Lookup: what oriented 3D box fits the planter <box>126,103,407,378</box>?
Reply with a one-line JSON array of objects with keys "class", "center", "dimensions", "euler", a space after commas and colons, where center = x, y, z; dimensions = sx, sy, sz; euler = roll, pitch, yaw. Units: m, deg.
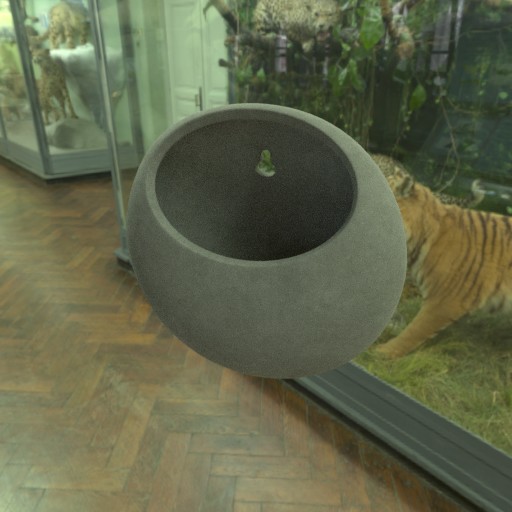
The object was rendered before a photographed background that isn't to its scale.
[{"class": "planter", "center": [0.000, 0.000, 0.286], "dimensions": [0.185, 0.188, 0.071], "euler": [8, 26, 16]}]
